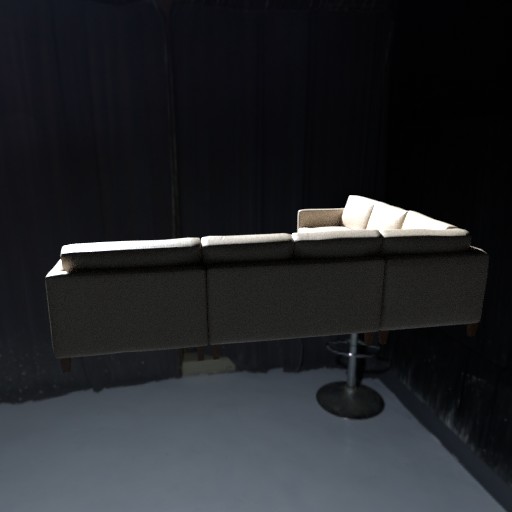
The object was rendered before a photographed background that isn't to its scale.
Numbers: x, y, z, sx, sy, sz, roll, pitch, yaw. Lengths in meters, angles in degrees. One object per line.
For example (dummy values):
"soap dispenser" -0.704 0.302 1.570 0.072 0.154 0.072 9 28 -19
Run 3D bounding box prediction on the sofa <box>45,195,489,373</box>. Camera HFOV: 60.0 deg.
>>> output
"sofa" 0.000 0.000 4.590 3.460 0.961 2.594 -3 15 -10
